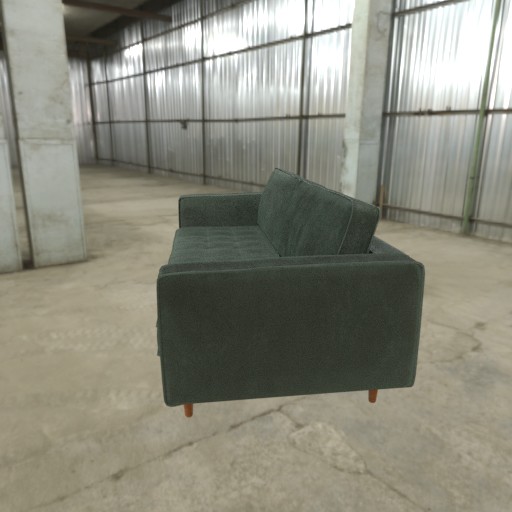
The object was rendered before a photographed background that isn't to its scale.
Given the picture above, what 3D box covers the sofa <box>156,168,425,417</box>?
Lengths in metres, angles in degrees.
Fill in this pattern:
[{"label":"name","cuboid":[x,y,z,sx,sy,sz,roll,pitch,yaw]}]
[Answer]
[{"label":"sofa","cuboid":[0.000,0.000,2.265,0.886,0.781,1.816,-2,15,-7]}]
